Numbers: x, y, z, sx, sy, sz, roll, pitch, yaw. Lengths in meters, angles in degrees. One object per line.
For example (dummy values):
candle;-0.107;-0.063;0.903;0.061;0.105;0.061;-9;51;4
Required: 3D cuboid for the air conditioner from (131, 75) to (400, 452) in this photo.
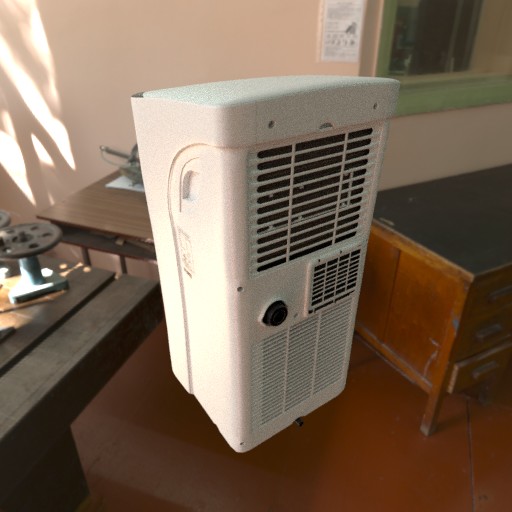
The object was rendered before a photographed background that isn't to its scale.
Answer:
air conditioner;0.000;0.000;0.919;0.352;0.716;0.369;-20;35;-30
